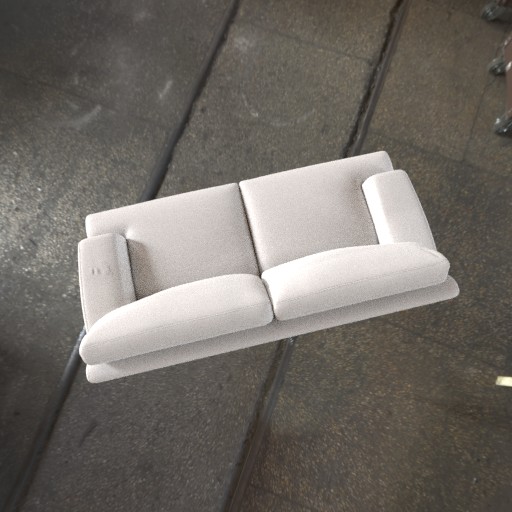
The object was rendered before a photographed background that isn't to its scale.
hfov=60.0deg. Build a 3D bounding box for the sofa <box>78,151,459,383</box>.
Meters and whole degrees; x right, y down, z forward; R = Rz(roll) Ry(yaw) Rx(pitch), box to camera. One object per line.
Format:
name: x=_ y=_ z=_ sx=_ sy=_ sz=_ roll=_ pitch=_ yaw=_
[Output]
sofa: x=0.000 y=0.000 z=2.919 sx=2.261 sy=0.940 sz=1.143 roll=-13 pitch=77 yaw=-3
